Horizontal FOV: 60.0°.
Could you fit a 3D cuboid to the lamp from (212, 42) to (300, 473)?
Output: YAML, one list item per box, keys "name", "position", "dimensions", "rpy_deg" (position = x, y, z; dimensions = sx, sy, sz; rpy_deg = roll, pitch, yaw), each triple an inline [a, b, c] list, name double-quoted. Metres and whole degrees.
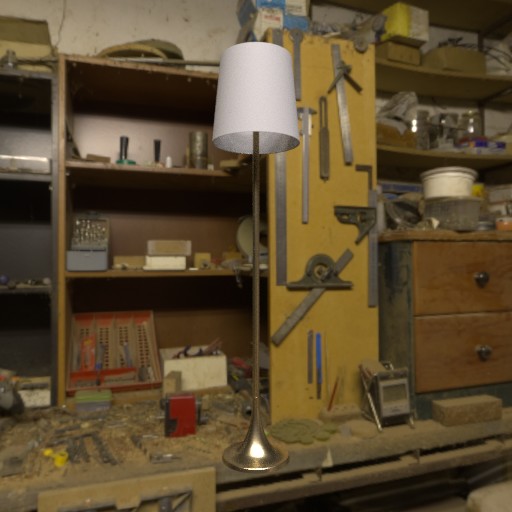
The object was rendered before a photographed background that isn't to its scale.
- name: "lamp"
  position: [0.000, 0.000, 1.707]
  dimensions: [0.337, 1.543, 0.337]
  rpy_deg: [0, -1, 0]
